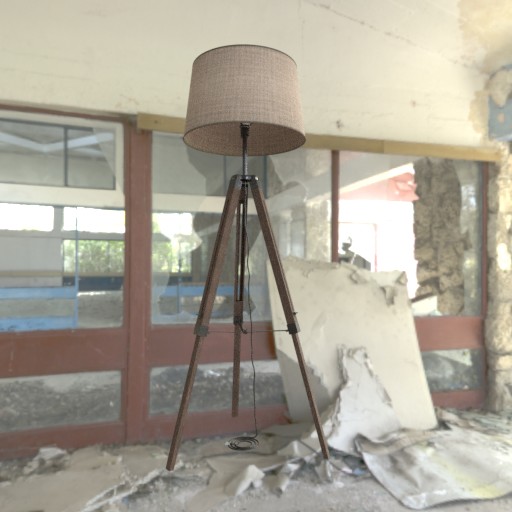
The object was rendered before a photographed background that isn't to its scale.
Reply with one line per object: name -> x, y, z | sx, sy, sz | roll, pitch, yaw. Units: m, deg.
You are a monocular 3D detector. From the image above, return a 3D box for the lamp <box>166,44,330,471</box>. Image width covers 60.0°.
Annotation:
lamp -> 0.000, 0.000, 1.771 | 0.587, 1.510, 0.604 | 0, -1, 20
